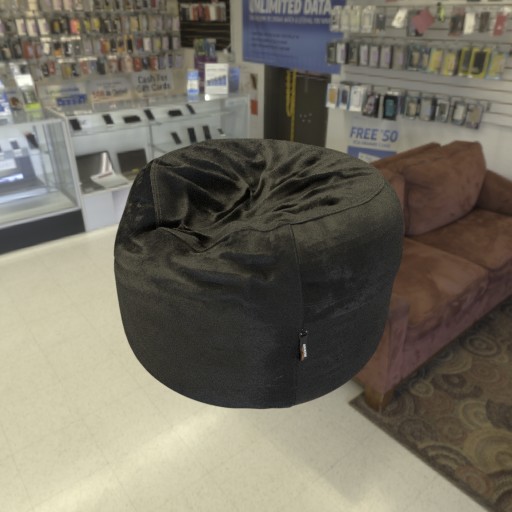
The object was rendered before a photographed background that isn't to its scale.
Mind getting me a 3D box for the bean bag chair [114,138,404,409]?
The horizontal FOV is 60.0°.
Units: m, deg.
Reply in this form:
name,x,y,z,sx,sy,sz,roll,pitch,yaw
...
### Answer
name,x,y,z,sx,sy,sz,roll,pitch,yaw
bean bag chair,0.000,0.000,1.482,0.918,0.605,0.918,0,29,0
